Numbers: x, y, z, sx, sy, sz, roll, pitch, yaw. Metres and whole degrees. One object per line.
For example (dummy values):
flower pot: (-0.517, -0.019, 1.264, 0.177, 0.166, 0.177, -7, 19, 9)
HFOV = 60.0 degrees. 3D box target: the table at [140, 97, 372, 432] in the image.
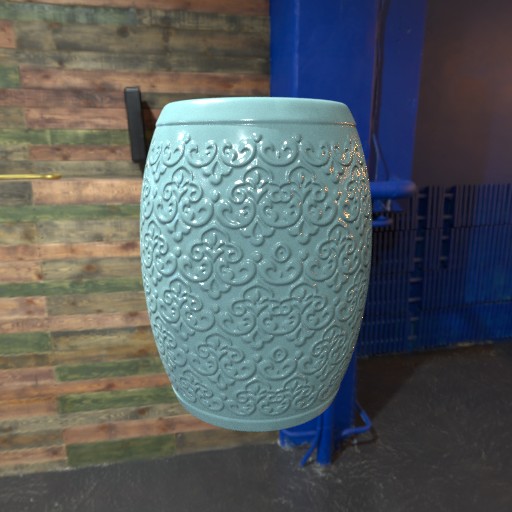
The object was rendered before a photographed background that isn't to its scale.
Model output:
table: (0.000, 0.000, 0.615, 0.309, 0.397, 0.309, 0, 14, 0)
